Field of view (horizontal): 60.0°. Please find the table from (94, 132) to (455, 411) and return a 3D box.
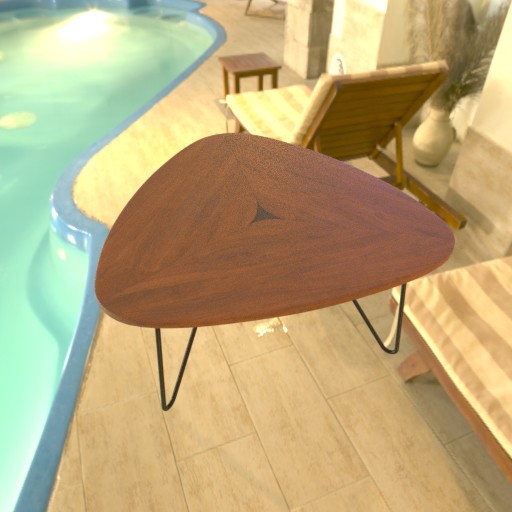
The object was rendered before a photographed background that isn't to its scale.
[{"bbox_3d":[0.000,0.000,1.313,0.833,0.413,0.821,-10,41,-12],"label":"table"}]
